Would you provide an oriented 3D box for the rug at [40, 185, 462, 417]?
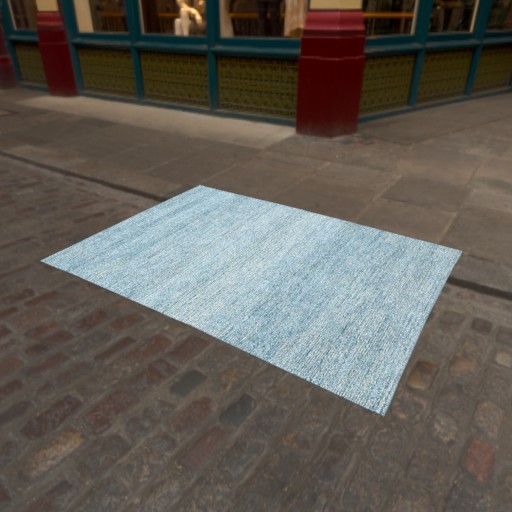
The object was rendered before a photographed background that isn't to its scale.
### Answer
[{"bbox_3d":[0.000,0.000,2.890,2.260,0.026,1.611,18,34,28],"label":"rug"}]
